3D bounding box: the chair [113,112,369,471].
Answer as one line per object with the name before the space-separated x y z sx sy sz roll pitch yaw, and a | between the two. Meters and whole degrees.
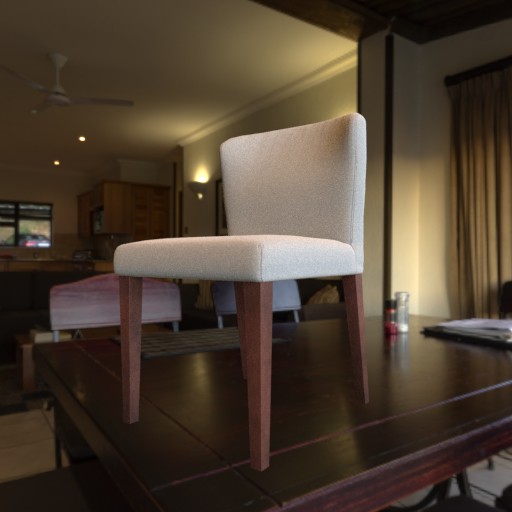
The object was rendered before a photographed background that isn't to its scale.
chair | 0.000 0.000 1.207 0.491 0.839 0.592 0 0 37
